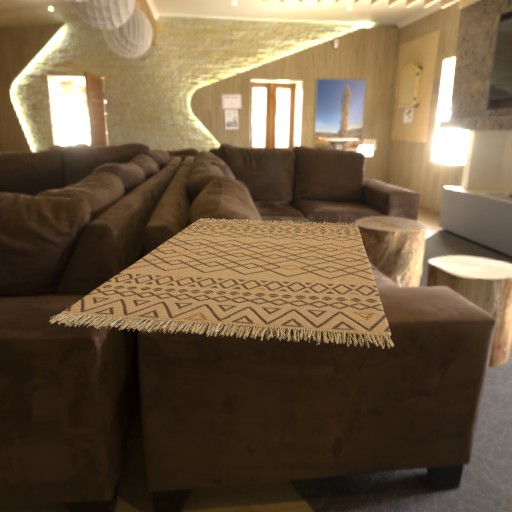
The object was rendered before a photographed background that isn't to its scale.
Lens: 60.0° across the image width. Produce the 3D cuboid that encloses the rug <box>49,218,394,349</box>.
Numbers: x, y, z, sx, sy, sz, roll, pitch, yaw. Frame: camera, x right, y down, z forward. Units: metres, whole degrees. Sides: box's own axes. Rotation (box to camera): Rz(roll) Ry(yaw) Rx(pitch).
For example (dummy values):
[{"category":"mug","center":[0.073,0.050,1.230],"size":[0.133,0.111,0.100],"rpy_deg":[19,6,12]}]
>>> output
[{"category":"rug","center":[0.000,0.000,2.470],"size":[1.224,0.028,2.023],"rpy_deg":[2,16,9]}]
